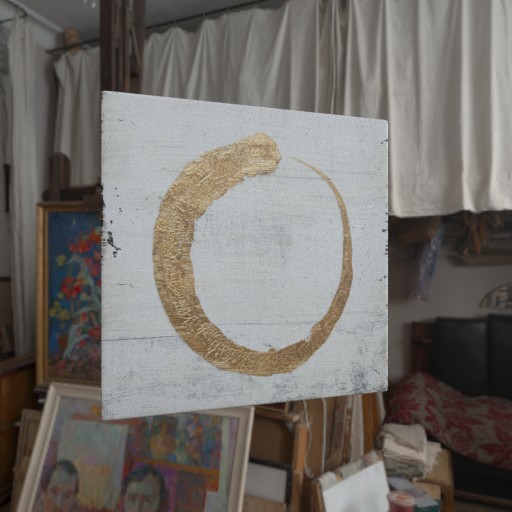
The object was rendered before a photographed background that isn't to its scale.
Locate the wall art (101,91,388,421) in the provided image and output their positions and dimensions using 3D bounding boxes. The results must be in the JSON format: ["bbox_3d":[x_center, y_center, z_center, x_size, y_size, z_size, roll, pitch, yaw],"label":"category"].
[{"bbox_3d":[0.000,0.000,0.926,0.610,0.611,0.040,0,0,-17],"label":"wall art"}]
